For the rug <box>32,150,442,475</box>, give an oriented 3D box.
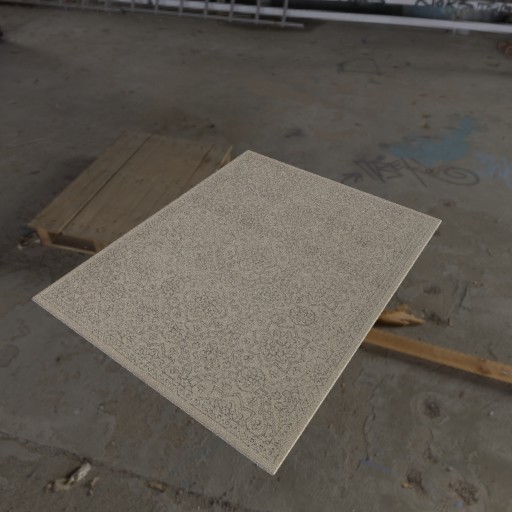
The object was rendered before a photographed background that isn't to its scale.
[{"bbox_3d":[0.000,0.000,4.094,2.441,0.015,3.050,26,49,25],"label":"rug"}]
